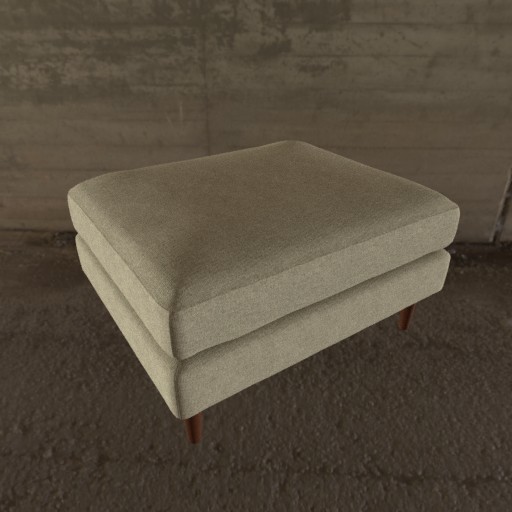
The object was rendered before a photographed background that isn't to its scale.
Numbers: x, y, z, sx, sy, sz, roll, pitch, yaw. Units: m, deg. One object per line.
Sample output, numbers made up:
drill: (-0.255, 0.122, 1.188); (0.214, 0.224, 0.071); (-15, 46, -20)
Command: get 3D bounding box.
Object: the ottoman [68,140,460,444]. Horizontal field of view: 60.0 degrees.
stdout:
ottoman: (0.000, 0.000, 1.253); (0.821, 0.474, 0.693); (-19, 35, -29)
